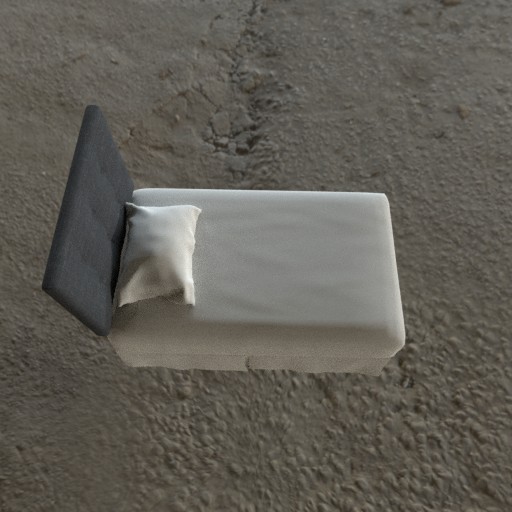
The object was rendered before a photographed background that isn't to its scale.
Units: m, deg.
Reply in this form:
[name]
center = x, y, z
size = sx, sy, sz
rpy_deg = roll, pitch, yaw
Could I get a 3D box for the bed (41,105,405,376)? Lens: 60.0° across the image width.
[bed]
center = 0.000, 0.000, 2.975
size = 1.997, 1.571, 1.261
rpy_deg = 1, 65, 1
